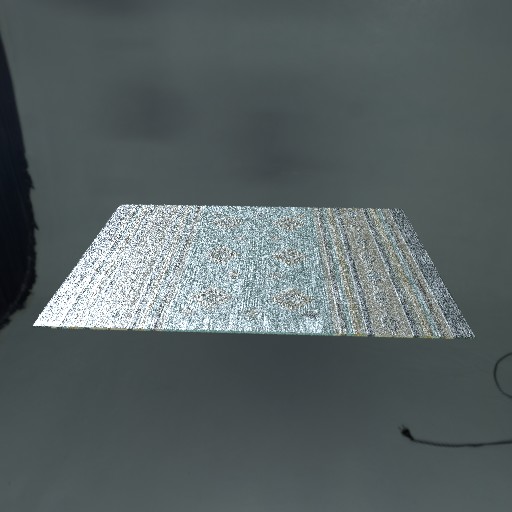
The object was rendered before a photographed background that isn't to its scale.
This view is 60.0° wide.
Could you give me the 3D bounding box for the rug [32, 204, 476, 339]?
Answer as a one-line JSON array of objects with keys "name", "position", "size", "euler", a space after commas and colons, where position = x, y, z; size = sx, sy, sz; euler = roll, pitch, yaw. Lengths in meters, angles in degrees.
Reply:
[{"name": "rug", "position": [0.000, 0.000, 2.329], "size": [1.811, 0.010, 1.212], "euler": [1, 31, 2]}]
